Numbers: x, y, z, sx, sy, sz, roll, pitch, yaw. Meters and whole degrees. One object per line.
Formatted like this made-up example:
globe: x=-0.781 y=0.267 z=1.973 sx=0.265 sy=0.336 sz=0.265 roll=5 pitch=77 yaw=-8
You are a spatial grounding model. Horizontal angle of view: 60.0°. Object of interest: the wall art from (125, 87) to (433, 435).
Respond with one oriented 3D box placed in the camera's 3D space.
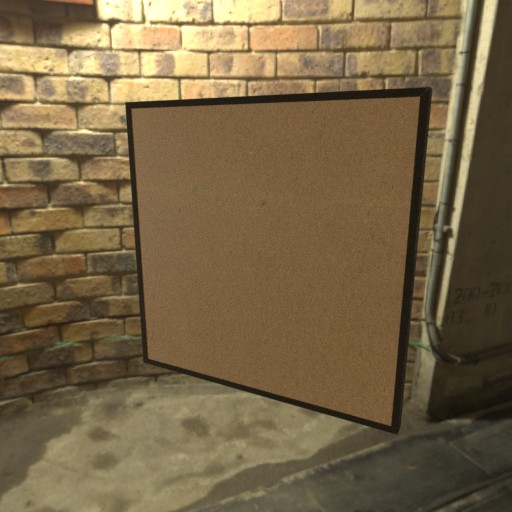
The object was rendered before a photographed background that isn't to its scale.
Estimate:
wall art: x=0.000 y=0.000 z=1.121 sx=0.762 sy=0.762 sz=0.038 roll=7 pitch=16 yaw=26
